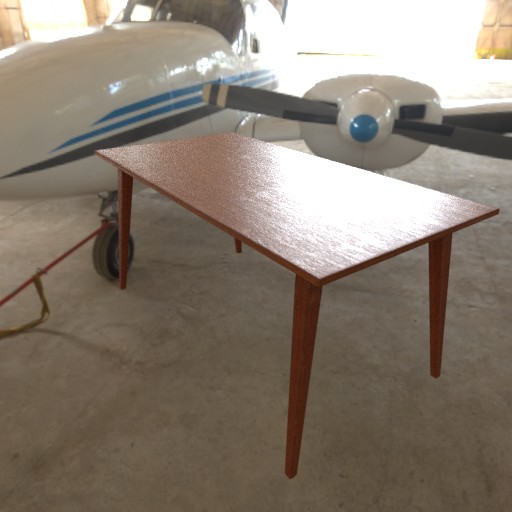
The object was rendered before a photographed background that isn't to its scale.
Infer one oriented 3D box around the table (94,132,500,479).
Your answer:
[{"bbox_3d":[0.000,0.000,1.988,0.811,0.755,1.609,-18,31,-32],"label":"table"}]
